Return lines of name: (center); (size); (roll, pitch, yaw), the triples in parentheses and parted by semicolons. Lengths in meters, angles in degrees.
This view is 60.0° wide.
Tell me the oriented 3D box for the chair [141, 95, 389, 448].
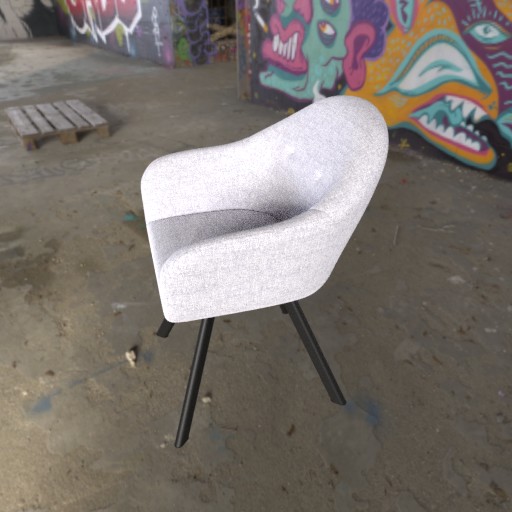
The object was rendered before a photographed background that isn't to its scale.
chair: (0.000, 0.000, 1.181); (0.570, 0.780, 0.540); (-9, 33, -14)
